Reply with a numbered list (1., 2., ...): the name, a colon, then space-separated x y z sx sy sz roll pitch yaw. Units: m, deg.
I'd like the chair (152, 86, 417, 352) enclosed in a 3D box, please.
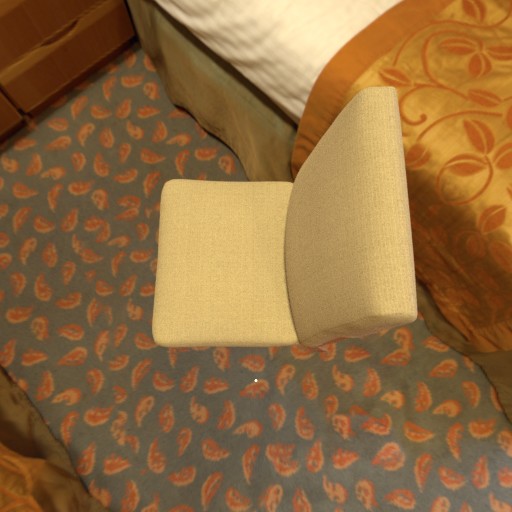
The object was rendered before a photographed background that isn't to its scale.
1. chair: 0.000 0.000 1.259 0.586 0.911 0.507 0 74 0
